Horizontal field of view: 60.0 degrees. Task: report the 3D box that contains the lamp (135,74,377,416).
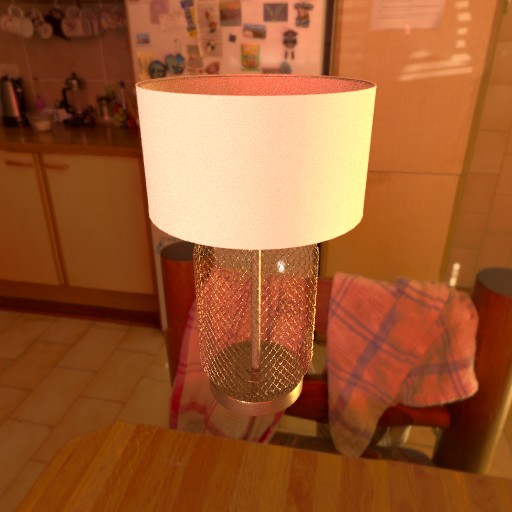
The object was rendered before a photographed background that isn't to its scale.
[{"bbox_3d":[0.000,0.000,0.790,0.353,0.578,0.353,0,26,0],"label":"lamp"}]
